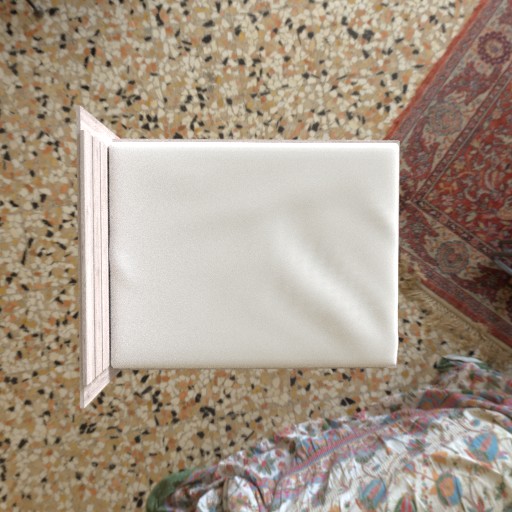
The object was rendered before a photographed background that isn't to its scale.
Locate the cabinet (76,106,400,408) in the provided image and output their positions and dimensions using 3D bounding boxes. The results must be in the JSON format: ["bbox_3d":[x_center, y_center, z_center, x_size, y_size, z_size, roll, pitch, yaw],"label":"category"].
[{"bbox_3d":[0.000,0.000,3.055,2.080,0.970,1.750,0,92,-2],"label":"cabinet"}]
